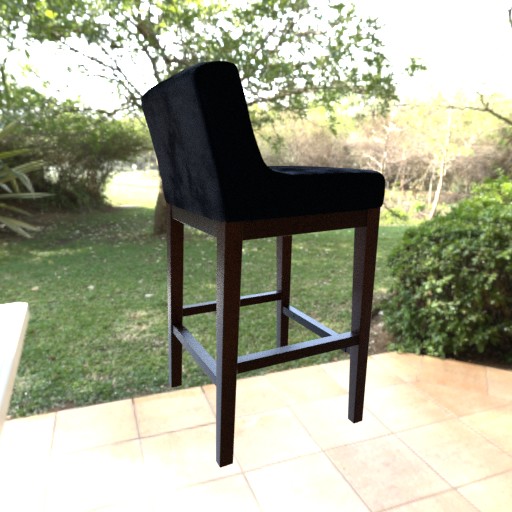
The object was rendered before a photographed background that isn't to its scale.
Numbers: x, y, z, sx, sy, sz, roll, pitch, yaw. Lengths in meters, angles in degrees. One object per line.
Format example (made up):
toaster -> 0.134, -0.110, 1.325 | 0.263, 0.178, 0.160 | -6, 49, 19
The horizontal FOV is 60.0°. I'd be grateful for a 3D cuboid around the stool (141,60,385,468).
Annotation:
stool -> 0.000, 0.000, 1.276 | 0.516, 0.945, 0.511 | -6, 14, -26
